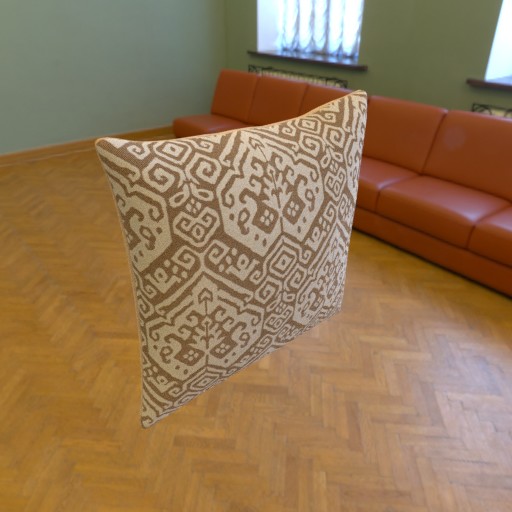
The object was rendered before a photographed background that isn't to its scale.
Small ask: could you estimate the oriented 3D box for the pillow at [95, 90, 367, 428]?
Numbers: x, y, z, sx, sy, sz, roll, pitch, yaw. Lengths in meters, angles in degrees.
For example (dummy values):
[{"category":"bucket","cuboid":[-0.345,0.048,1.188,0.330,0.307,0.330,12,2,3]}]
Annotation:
[{"category":"pillow","cuboid":[0.000,0.000,0.635,0.419,0.407,0.173,-23,37,-34]}]
